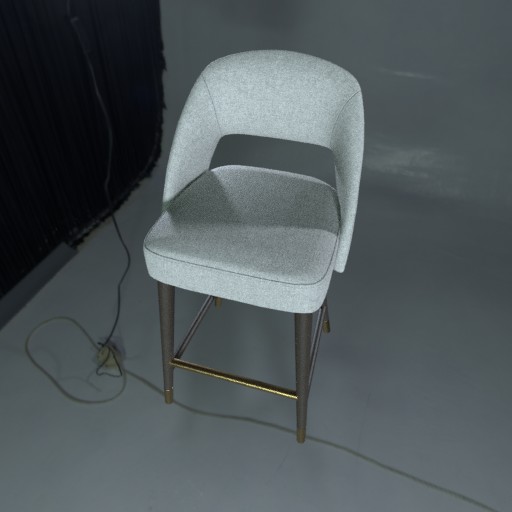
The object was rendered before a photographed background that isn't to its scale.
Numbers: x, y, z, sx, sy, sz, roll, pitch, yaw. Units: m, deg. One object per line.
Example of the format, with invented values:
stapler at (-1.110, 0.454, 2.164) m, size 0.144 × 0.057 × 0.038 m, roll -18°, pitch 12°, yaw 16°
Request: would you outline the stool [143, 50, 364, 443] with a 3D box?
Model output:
stool at (0.000, 0.000, 1.229) m, size 0.494 × 0.940 × 0.509 m, roll 12°, pitch 43°, yaw 13°
